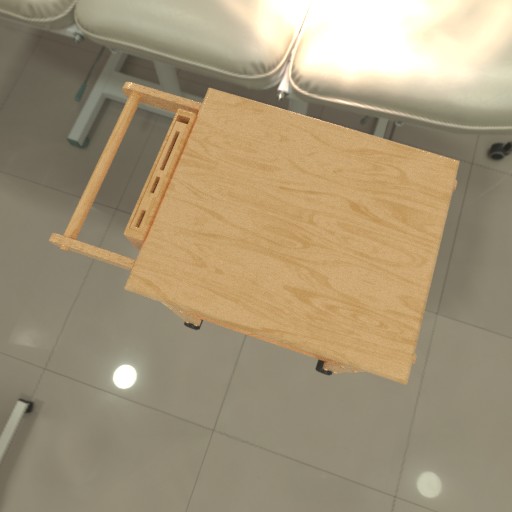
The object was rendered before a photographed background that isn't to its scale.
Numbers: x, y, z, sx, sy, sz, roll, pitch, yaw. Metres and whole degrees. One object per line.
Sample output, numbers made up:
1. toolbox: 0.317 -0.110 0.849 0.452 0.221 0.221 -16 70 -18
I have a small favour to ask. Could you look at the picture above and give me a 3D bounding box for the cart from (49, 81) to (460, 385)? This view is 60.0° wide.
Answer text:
1. cart: 0.000 0.000 1.365 0.843 0.816 0.520 18 75 5
